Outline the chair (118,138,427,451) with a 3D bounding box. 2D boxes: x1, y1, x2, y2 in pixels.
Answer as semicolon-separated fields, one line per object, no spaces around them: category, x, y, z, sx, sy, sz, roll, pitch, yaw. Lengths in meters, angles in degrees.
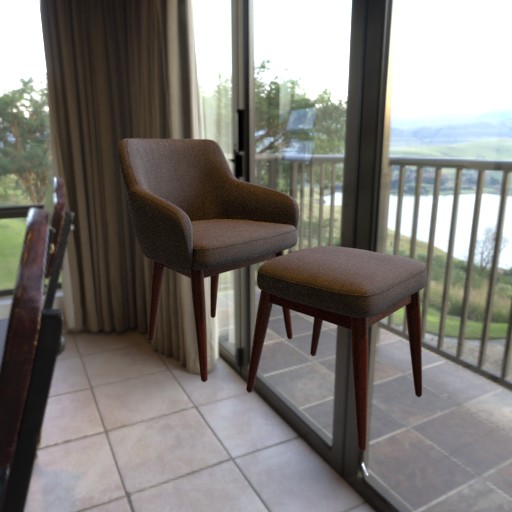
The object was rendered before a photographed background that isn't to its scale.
chair;0.000;0.000;1.546;1.107;0.799;0.584;13;19;41
